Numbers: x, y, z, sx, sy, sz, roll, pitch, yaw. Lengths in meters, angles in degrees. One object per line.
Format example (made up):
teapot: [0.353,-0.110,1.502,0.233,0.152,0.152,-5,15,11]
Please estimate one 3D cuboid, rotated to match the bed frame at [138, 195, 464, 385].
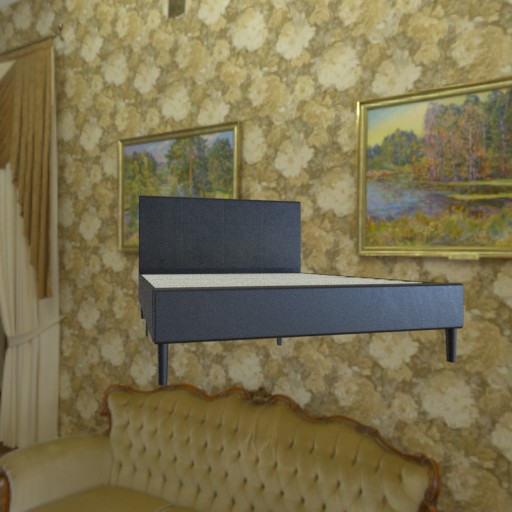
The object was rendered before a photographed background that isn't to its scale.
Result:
bed frame: [0.000,0.000,2.974,1.469,1.046,2.152,0,-1,-16]
